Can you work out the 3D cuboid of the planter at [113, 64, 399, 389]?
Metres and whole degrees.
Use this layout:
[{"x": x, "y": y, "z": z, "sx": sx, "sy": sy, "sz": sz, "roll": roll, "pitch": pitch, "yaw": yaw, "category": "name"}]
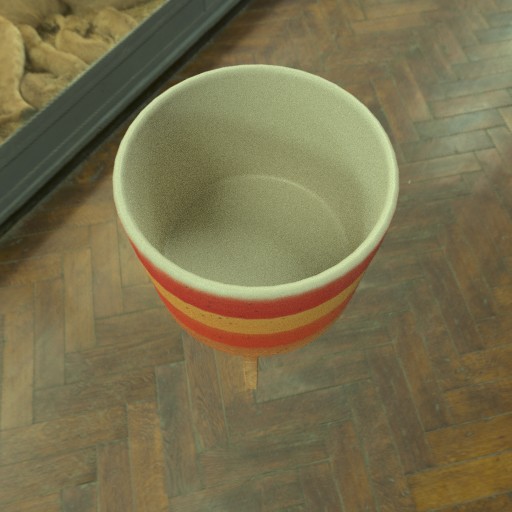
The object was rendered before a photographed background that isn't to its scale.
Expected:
[{"x": 0.000, "y": 0.000, "z": 0.566, "sx": 0.269, "sy": 0.379, "sz": 0.269, "roll": 0, "pitch": 64, "yaw": 0, "category": "planter"}]
